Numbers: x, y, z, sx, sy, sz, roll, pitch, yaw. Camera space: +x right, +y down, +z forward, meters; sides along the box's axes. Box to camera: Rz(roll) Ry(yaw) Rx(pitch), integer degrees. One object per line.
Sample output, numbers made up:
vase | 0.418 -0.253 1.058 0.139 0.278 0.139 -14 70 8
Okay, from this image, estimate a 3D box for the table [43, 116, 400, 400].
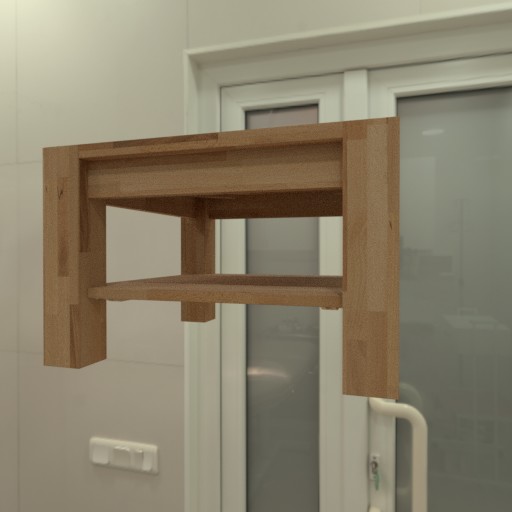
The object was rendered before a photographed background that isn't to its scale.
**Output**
table | 0.000 0.000 1.141 0.700 0.451 0.700 0 1 18
